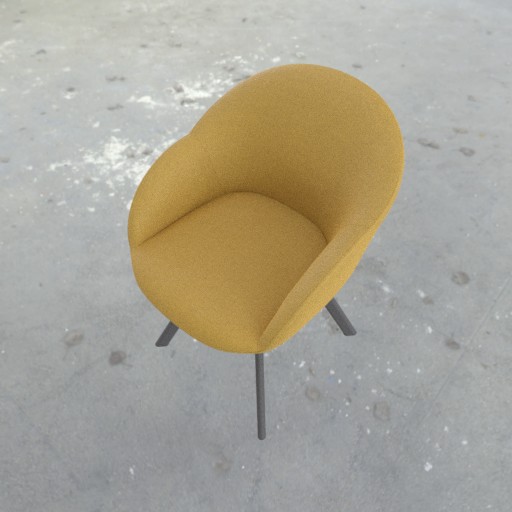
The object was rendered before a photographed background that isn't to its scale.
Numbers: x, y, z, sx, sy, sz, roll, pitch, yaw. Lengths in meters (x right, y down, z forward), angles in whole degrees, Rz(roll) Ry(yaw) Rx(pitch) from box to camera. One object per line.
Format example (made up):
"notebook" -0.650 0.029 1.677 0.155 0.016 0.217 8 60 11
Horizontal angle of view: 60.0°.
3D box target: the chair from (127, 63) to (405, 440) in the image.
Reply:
"chair" 0.000 0.000 1.160 0.551 0.793 0.583 33 55 27
